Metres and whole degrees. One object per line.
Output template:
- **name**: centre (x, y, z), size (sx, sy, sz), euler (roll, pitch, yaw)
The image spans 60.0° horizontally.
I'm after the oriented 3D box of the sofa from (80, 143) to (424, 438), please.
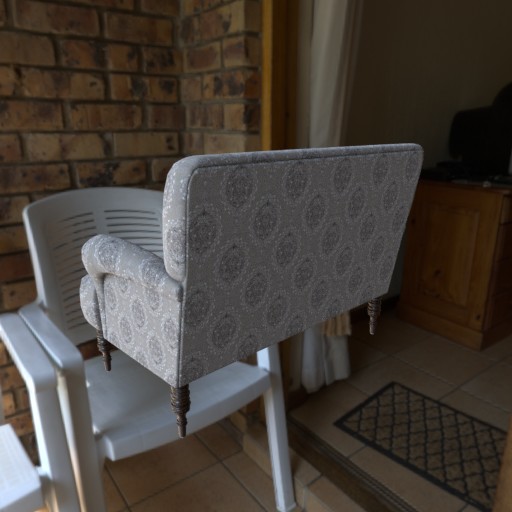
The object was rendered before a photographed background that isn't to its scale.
- **sofa**: centre (0.000, 0.000, 1.818), size (1.297, 0.889, 0.779), euler (-15, 22, -41)
